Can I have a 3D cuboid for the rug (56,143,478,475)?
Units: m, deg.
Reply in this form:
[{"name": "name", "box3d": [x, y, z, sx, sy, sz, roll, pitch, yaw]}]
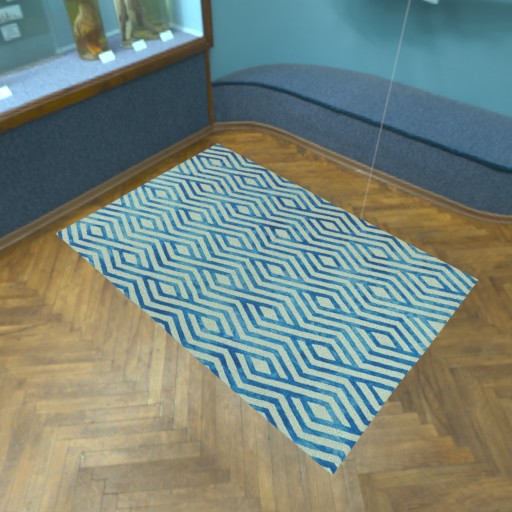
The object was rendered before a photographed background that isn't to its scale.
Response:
[{"name": "rug", "box3d": [0.000, 0.000, 2.285, 1.830, 0.008, 1.225, 33, 54, 28]}]
